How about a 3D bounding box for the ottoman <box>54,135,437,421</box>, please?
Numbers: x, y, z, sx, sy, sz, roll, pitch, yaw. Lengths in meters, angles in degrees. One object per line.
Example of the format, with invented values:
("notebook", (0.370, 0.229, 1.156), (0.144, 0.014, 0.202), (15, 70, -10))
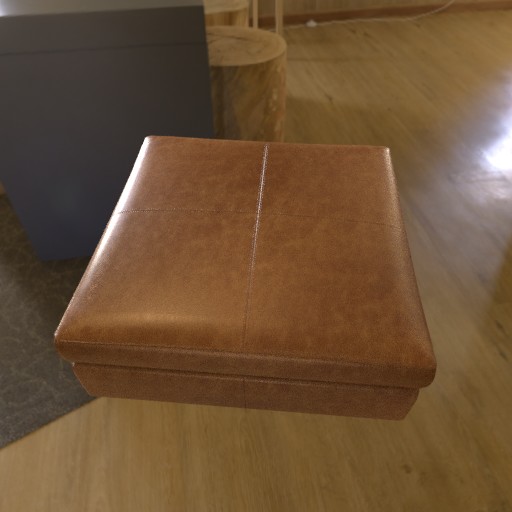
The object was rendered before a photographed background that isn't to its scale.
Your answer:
("ottoman", (0.000, 0.000, 1.834), (1.169, 0.483, 1.168), (3, 47, 3))
